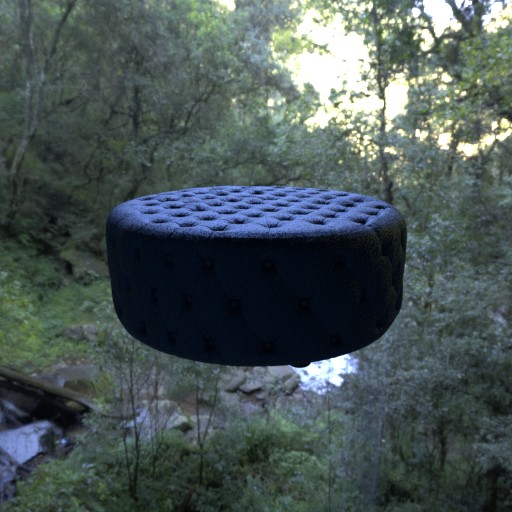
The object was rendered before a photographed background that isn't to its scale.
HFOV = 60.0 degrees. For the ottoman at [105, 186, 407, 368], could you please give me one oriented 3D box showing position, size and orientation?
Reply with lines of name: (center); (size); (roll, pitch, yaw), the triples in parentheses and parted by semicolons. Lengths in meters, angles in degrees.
ottoman: (0.000, 0.000, 1.557); (0.998, 0.398, 0.998); (0, 16, 0)
